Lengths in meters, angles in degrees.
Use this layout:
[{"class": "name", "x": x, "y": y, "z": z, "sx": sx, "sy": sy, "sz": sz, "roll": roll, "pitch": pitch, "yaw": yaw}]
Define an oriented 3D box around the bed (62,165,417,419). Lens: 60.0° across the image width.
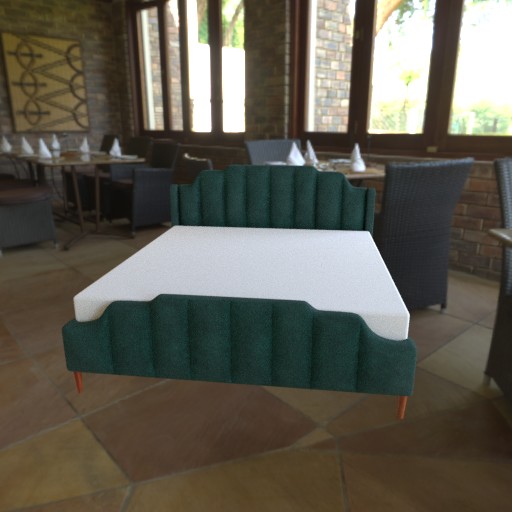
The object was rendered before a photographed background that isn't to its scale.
[{"class": "bed", "x": 0.000, "y": 0.000, "z": 3.559, "sx": 2.074, "sy": 1.245, "sz": 2.340, "roll": 2, "pitch": 17, "yaw": 7}]
